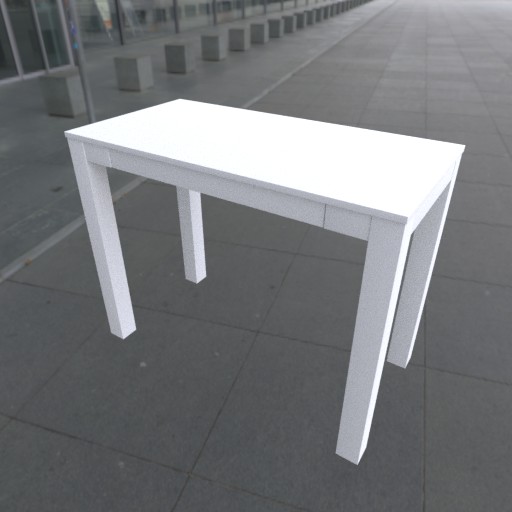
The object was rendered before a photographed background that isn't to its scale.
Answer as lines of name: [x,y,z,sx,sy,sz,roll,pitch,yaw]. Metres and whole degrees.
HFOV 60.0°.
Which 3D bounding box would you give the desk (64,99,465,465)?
desk: [0.000,0.000,1.419,0.990,0.762,0.497,19,37,28]
